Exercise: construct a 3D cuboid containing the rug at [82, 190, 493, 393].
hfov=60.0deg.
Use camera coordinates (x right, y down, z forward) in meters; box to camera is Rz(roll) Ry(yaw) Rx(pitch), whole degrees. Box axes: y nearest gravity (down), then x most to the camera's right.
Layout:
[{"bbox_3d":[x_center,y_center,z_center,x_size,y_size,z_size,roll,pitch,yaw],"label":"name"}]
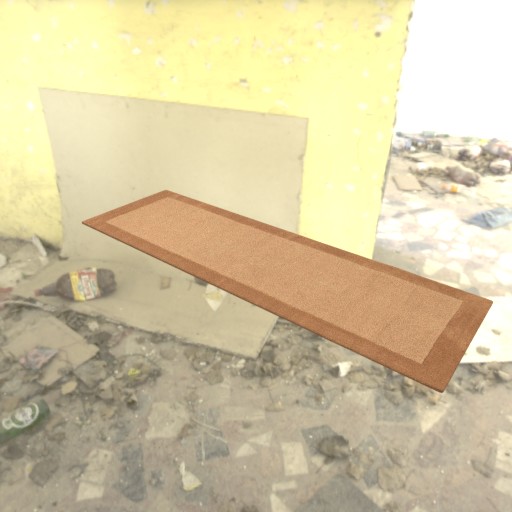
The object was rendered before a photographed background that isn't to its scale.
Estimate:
[{"bbox_3d":[0.000,0.000,2.621,2.439,0.017,0.764,22,36,33],"label":"rug"}]
